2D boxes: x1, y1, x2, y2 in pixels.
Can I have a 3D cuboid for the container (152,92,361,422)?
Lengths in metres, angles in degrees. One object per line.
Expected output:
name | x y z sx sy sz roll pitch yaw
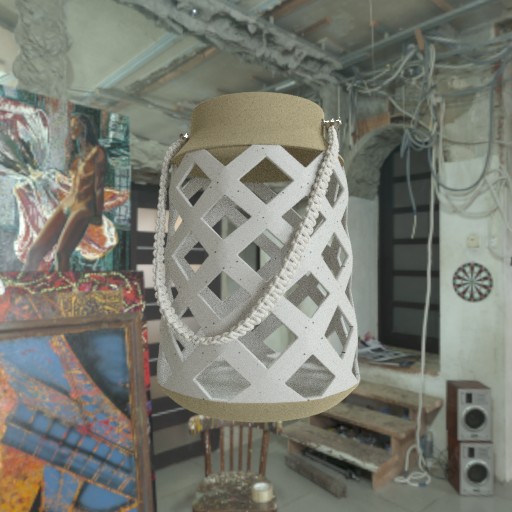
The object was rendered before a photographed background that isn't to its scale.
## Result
container | 0.000 0.000 0.358 0.163 0.229 0.172 0 -1 18
